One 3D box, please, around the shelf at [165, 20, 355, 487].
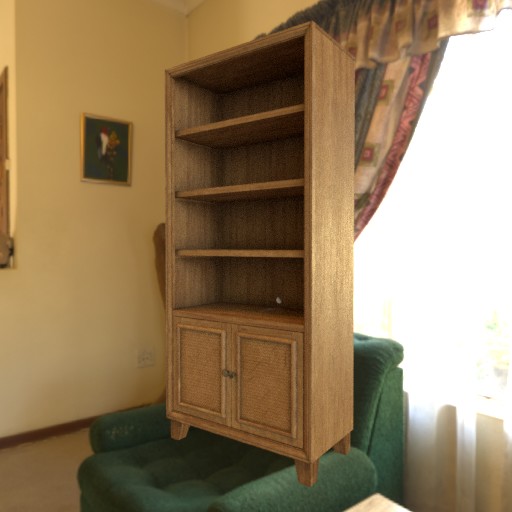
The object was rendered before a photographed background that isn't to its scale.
[{"bbox_3d":[0.000,0.000,2.242,0.864,1.930,0.453,1,1,36],"label":"shelf"}]
